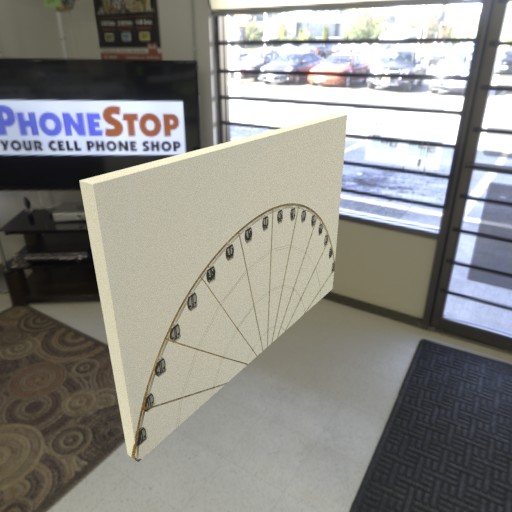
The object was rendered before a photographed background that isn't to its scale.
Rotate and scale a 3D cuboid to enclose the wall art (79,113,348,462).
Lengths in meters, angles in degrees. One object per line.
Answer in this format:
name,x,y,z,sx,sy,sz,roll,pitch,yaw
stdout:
wall art,0.000,0.000,1.139,0.038,0.601,0.898,17,31,32
